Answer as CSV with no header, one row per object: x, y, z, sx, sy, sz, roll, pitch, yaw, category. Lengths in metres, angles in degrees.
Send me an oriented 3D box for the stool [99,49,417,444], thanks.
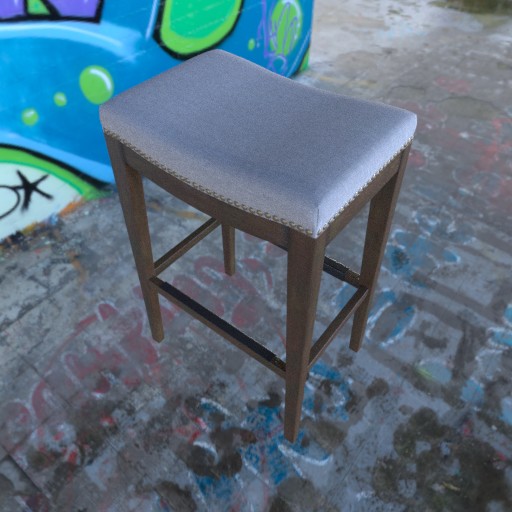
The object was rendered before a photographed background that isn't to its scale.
0.000,0.000,1.046,0.508,0.762,0.356,29,53,25,stool
